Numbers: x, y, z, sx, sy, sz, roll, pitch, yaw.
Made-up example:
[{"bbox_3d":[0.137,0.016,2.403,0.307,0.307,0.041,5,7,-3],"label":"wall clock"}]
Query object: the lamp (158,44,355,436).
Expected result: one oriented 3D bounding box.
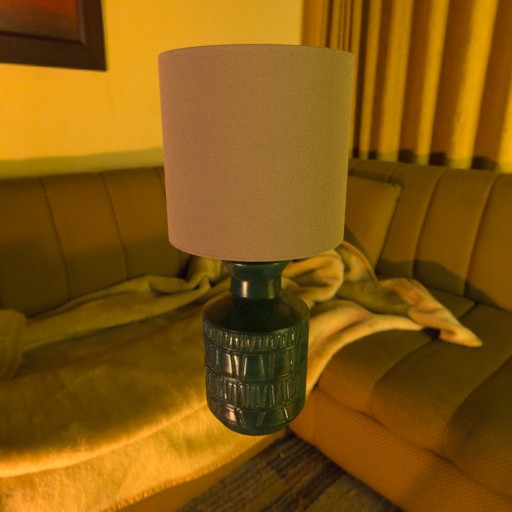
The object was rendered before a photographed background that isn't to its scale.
[{"bbox_3d":[0.000,0.000,0.555,0.211,0.455,0.211,9,20,25],"label":"lamp"}]
